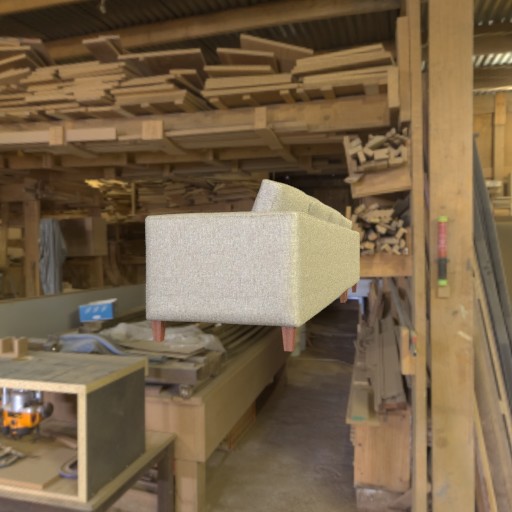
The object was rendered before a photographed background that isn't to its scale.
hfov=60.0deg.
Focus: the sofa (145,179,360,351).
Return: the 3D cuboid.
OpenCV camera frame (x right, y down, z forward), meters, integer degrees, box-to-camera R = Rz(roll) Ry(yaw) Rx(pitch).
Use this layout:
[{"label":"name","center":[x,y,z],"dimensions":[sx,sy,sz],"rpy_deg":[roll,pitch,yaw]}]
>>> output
[{"label":"sofa","center":[0.000,0.000,3.850],"dimensions":[1.502,0.876,3.201],"rpy_deg":[0,1,18]}]
